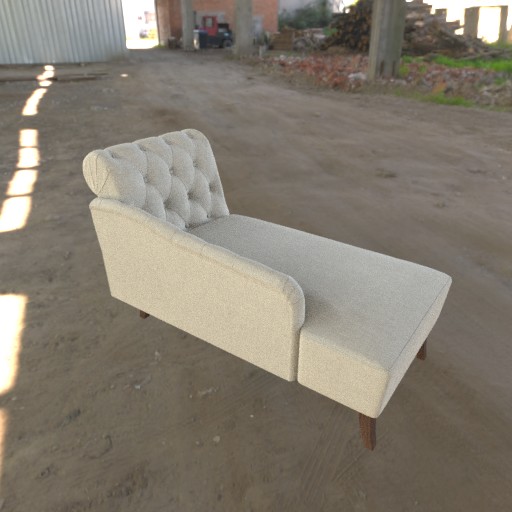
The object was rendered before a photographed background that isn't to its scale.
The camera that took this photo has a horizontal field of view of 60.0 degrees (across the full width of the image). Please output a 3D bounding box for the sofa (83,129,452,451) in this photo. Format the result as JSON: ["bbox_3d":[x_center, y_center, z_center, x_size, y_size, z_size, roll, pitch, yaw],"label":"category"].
[{"bbox_3d":[0.000,0.000,1.795,1.379,0.787,0.675,18,32,31],"label":"sofa"}]
